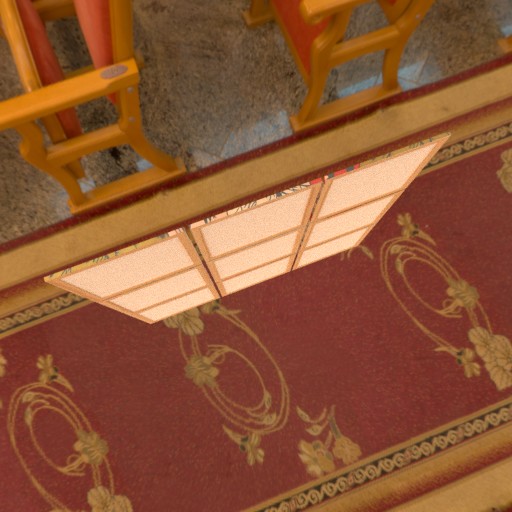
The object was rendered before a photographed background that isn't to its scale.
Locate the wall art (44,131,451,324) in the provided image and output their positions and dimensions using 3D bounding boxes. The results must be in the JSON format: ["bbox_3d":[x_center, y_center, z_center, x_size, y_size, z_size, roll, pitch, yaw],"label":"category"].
[{"bbox_3d":[0.000,0.000,1.822,1.206,1.218,0.013,-20,77,-5],"label":"wall art"}]
